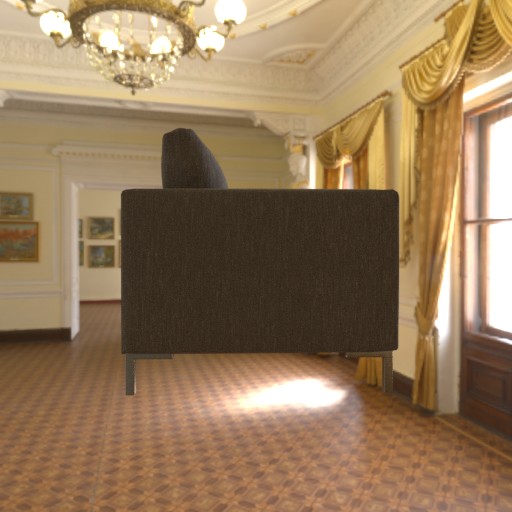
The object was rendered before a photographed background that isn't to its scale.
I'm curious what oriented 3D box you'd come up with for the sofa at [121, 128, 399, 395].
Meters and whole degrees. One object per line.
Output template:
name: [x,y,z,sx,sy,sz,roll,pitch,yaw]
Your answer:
sofa: [0.000,0.000,2.158,0.875,0.840,1.682,0,0,-2]
